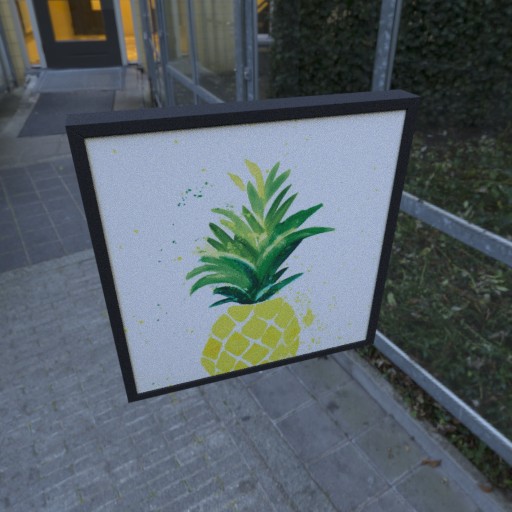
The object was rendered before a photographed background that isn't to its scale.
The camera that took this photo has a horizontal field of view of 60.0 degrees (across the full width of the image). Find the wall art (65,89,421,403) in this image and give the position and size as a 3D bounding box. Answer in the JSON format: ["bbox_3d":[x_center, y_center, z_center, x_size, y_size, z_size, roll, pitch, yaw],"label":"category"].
[{"bbox_3d":[0.000,0.000,0.459,0.305,0.304,0.033,-10,33,-15],"label":"wall art"}]
